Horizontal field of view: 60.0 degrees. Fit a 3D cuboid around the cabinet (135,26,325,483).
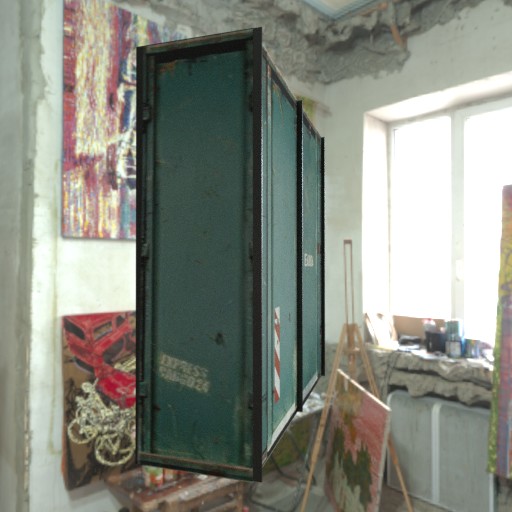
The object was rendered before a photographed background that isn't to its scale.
[{"bbox_3d":[0.000,0.000,3.147,0.680,2.160,2.000,0,0,17],"label":"cabinet"}]
